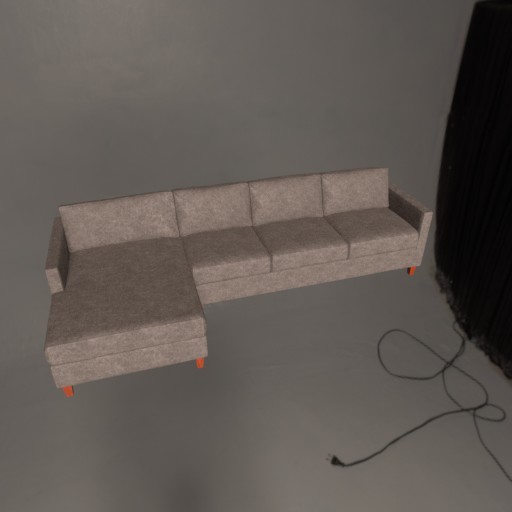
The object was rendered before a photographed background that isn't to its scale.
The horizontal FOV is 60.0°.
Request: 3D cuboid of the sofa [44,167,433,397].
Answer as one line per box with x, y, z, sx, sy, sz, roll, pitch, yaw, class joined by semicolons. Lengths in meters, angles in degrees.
0.000;0.000;4.043;3.471;0.954;1.606;-9;33;-14;sofa
